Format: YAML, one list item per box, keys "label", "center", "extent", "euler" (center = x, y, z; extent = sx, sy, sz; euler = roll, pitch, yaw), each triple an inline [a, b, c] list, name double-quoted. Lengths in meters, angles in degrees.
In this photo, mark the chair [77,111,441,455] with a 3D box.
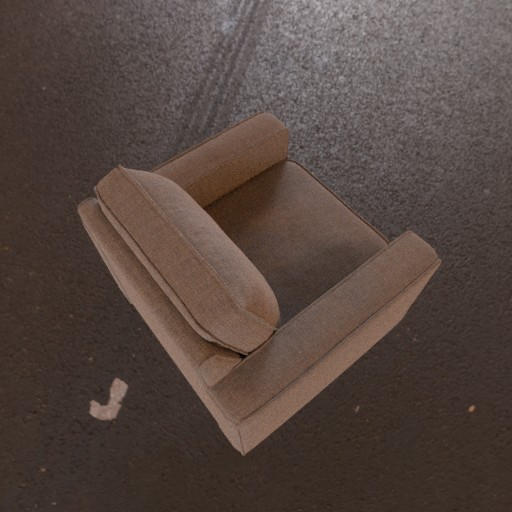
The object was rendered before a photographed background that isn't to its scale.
- label: "chair"
  center: [0.000, 0.000, 1.729]
  extent: [0.940, 0.914, 1.016]
  euler: [-34, 65, -19]
